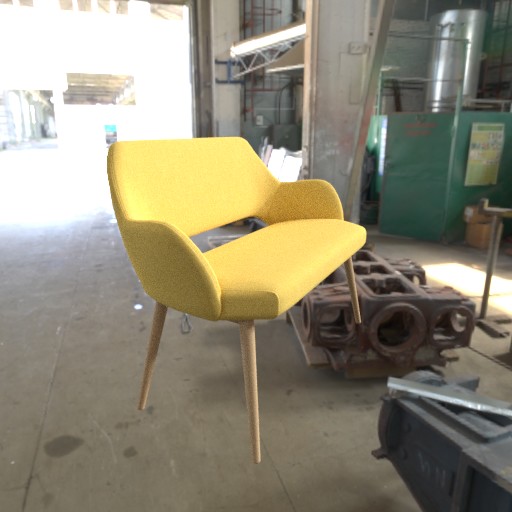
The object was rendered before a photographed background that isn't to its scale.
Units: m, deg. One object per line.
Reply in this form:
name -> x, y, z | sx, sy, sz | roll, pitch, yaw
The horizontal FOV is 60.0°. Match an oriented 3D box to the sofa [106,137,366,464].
sofa -> 0.000, 0.000, 1.644 | 0.610, 0.840, 1.150 | 8, 18, 27
